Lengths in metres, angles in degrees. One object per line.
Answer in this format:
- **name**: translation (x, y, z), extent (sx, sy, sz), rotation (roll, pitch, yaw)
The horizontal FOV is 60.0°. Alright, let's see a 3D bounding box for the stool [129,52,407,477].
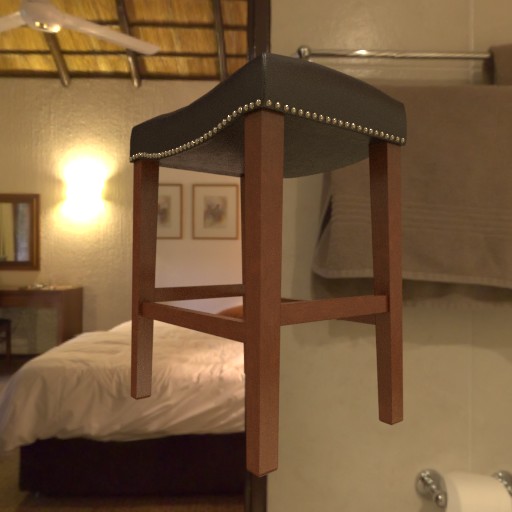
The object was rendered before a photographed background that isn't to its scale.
- **stool**: translation (0.000, 0.000, 0.950), extent (0.372, 0.654, 0.504), rotation (0, 0, -38)
